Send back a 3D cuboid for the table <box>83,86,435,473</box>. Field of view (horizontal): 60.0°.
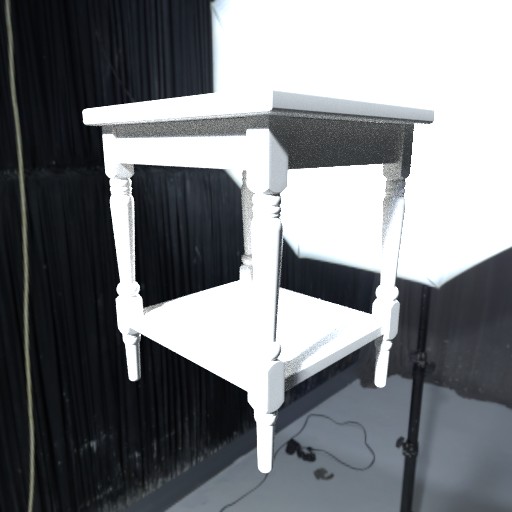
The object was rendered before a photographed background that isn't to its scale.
[{"bbox_3d":[0.000,0.000,0.892,0.488,0.565,0.442,14,19,43],"label":"table"}]
